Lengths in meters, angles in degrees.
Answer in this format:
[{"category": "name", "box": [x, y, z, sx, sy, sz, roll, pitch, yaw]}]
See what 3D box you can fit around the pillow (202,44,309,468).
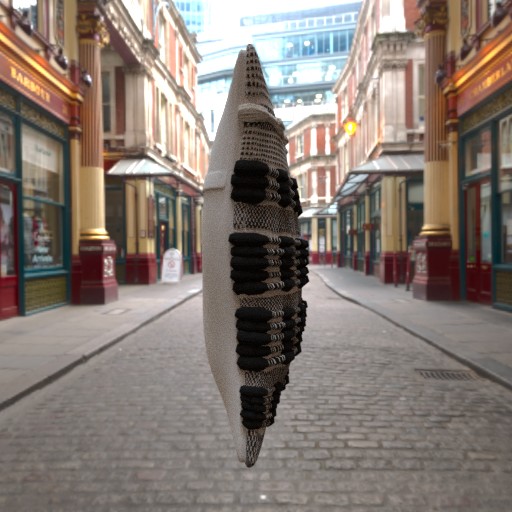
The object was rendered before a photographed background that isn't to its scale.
[{"category": "pillow", "box": [0.000, 0.000, 0.668, 0.156, 0.438, 0.436, 0, 0, 0]}]
